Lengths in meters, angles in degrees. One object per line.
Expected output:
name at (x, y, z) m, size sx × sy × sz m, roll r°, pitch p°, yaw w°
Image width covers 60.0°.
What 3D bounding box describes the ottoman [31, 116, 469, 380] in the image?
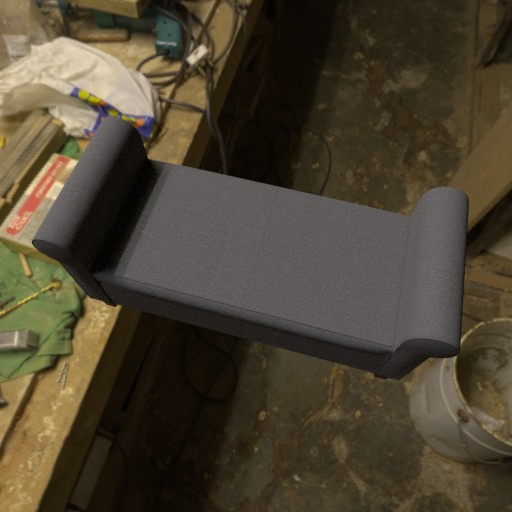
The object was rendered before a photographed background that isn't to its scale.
ottoman at (0.000, 0.000, 1.552) m, size 1.256 × 0.547 × 0.521 m, roll 14°, pitch 63°, yaw 7°
